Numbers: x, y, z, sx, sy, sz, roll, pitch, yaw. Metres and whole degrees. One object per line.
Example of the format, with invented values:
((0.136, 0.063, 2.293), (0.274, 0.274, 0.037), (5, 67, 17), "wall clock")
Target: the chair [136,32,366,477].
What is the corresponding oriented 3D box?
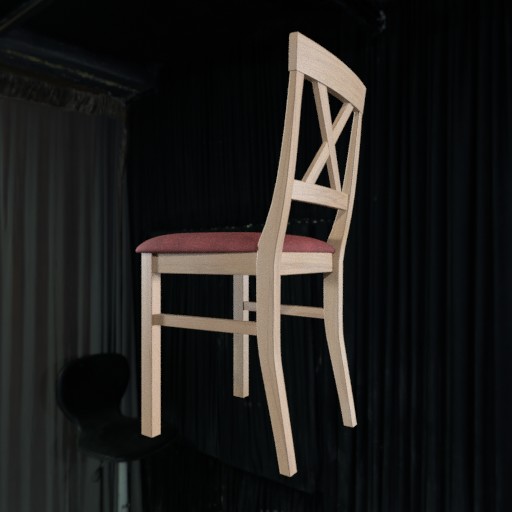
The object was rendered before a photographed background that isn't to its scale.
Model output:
((0.000, 0.000, 1.176), (0.492, 0.912, 0.439), (0, 0, 35), "chair")
